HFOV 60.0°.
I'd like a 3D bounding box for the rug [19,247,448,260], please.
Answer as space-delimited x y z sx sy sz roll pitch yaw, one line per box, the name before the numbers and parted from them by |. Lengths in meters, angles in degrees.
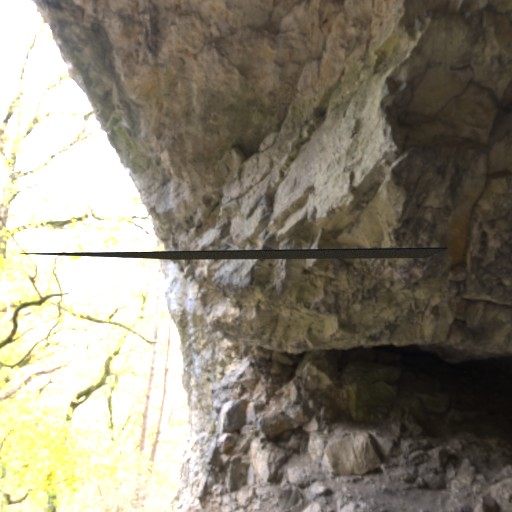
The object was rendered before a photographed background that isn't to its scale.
rug | 0.000 0.000 4.079 3.048 0.010 2.438 -1 -2 18
